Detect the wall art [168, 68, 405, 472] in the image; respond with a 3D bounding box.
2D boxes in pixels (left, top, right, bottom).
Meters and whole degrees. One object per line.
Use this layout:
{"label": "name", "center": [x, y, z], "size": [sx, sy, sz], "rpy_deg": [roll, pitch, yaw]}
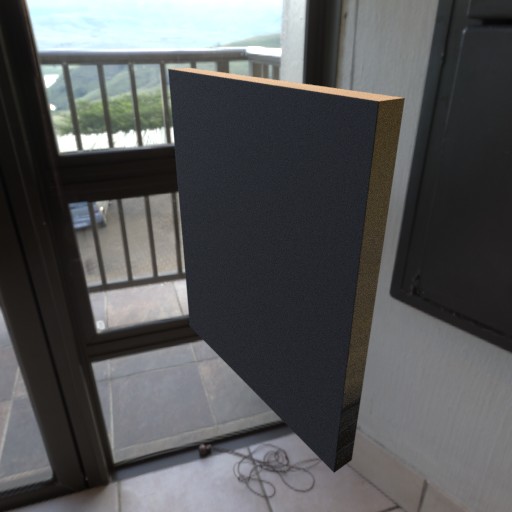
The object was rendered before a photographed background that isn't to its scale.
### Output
{"label": "wall art", "center": [0.000, 0.000, 0.688], "size": [0.037, 0.511, 0.435], "rpy_deg": [-18, 33, -31]}
